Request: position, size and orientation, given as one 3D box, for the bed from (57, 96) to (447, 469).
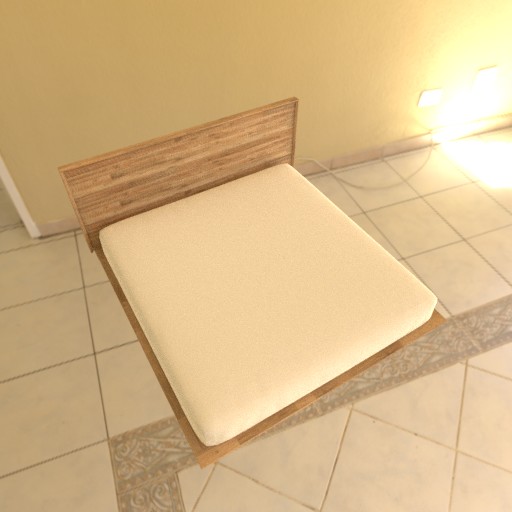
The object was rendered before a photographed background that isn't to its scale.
[{"bbox_3d":[0.000,0.000,3.400,2.116,1.100,2.167,-24,51,-21],"label":"bed"}]
